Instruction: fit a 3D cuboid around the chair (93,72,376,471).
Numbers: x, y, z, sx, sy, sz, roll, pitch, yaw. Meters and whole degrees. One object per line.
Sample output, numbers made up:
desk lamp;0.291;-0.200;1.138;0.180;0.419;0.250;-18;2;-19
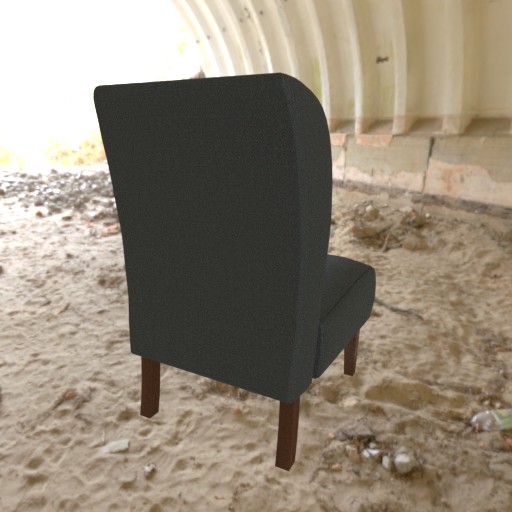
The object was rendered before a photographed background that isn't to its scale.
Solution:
chair;0.000;0.000;1.149;0.513;0.804;0.592;8;18;27
